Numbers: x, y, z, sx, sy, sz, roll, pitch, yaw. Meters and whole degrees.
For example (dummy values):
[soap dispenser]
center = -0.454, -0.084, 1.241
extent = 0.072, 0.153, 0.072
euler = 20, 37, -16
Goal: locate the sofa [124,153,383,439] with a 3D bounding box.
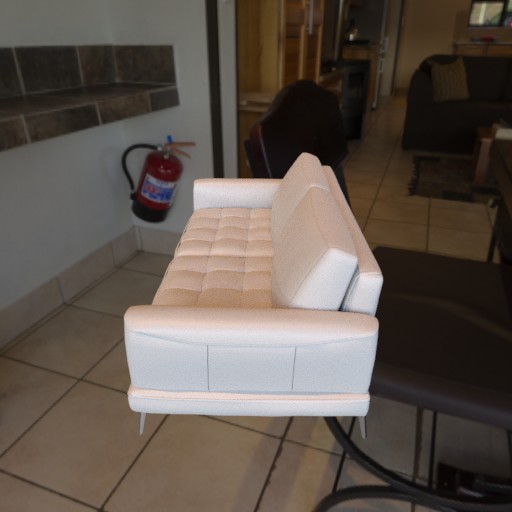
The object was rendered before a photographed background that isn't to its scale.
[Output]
[sofa]
center = 0.000, 0.000, 2.791
extent = 1.121, 0.930, 2.177
euler = 1, 26, 1
